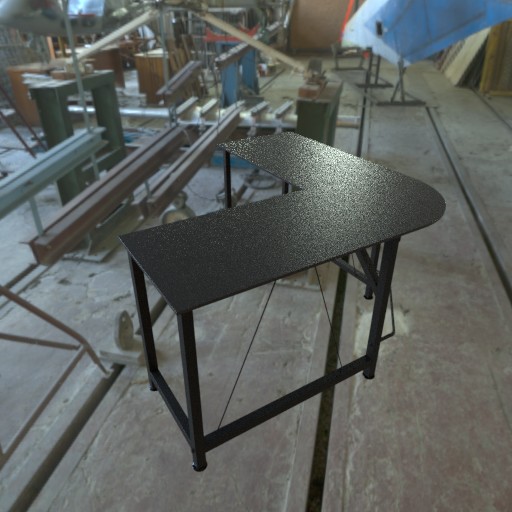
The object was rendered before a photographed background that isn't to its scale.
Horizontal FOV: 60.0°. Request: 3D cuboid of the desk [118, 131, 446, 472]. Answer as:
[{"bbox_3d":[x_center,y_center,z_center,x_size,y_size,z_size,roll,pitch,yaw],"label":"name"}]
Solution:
[{"bbox_3d":[0.000,0.000,2.257,1.400,0.762,1.400,-18,35,-27],"label":"desk"}]
